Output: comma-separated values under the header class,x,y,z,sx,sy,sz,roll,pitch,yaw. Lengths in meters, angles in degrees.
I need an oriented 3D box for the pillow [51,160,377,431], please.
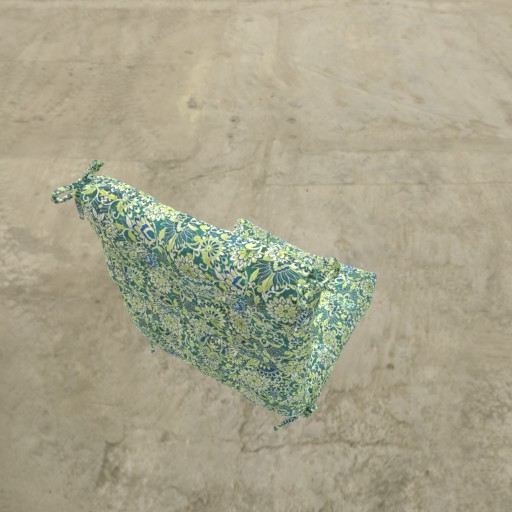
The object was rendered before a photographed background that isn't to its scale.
class,x,y,z,sx,sy,sz,roll,pitch,yaw
pillow,0.000,0.000,1.029,0.519,0.605,0.571,24,51,21
